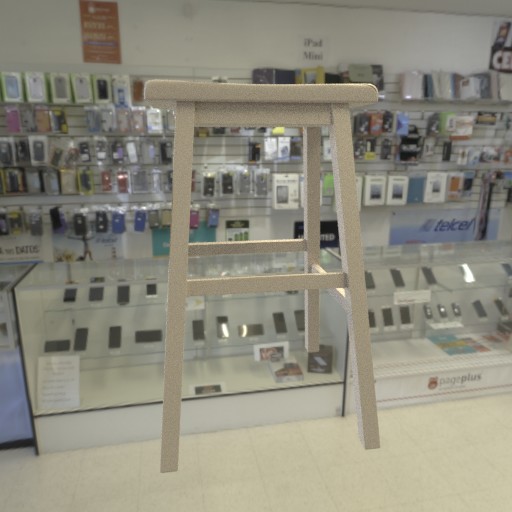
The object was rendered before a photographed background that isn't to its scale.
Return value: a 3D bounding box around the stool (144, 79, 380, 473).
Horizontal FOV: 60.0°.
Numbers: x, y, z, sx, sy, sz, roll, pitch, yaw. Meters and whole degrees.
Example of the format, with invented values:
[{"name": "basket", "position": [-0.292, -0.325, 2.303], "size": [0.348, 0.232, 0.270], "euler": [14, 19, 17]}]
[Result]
[{"name": "stool", "position": [0.000, 0.000, 1.035], "size": [0.457, 0.737, 0.476], "euler": [-2, 15, -9]}]
